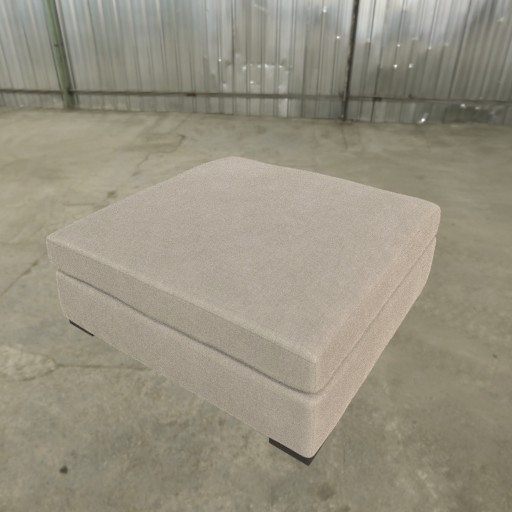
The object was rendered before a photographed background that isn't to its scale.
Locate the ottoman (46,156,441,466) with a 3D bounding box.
[{"bbox_3d":[0.000,0.000,1.845,1.203,0.517,1.171,19,36,29],"label":"ottoman"}]
